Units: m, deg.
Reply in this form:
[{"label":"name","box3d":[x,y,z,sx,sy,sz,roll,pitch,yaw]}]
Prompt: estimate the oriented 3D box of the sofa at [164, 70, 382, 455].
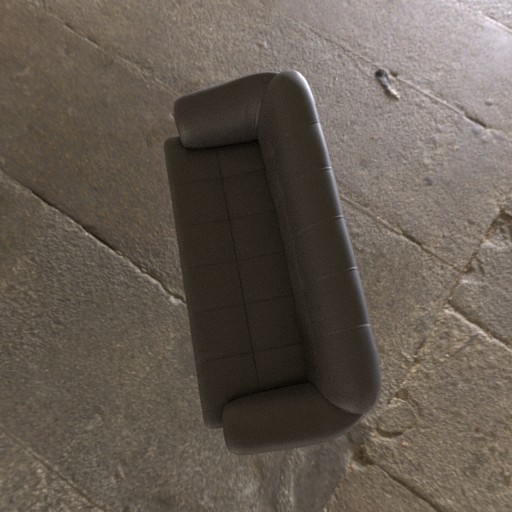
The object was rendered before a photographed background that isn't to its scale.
[{"label":"sofa","box3d":[0.000,0.000,2.300,0.800,0.811,1.829,-10,75,-3]}]
